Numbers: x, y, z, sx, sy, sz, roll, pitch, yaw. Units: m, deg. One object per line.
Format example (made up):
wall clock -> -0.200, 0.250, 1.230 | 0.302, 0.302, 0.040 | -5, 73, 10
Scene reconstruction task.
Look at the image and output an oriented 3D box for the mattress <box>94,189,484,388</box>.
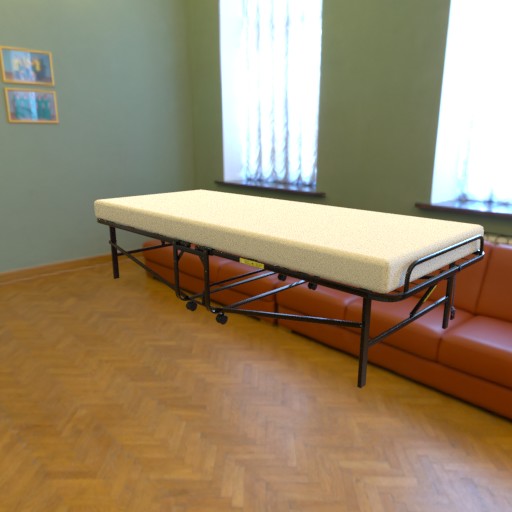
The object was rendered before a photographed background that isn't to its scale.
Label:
mattress -> 0.000, 0.000, 2.499 | 0.922, 0.519, 2.153 | -14, 20, -43
